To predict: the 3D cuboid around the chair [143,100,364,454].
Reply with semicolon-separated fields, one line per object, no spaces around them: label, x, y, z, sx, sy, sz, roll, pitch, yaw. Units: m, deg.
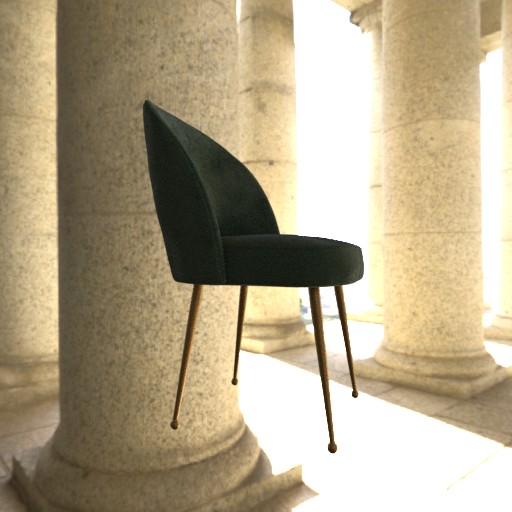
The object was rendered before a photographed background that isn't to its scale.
chair;0.000;0.000;1.238;0.577;0.860;0.527;0;0;20
